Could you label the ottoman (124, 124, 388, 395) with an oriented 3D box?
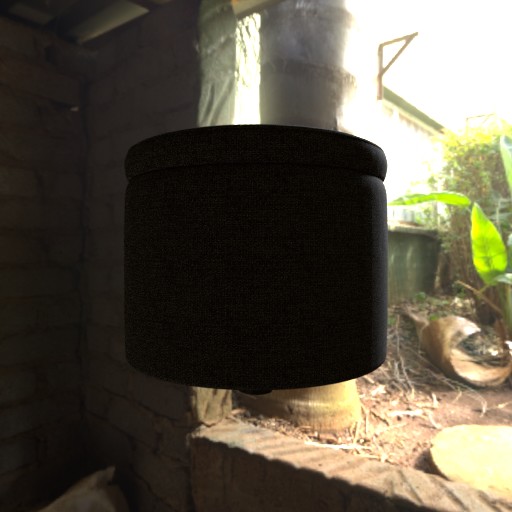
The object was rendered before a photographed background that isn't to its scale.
[{"bbox_3d":[0.000,0.000,0.911,0.520,0.430,0.520,0,1,0],"label":"ottoman"}]
